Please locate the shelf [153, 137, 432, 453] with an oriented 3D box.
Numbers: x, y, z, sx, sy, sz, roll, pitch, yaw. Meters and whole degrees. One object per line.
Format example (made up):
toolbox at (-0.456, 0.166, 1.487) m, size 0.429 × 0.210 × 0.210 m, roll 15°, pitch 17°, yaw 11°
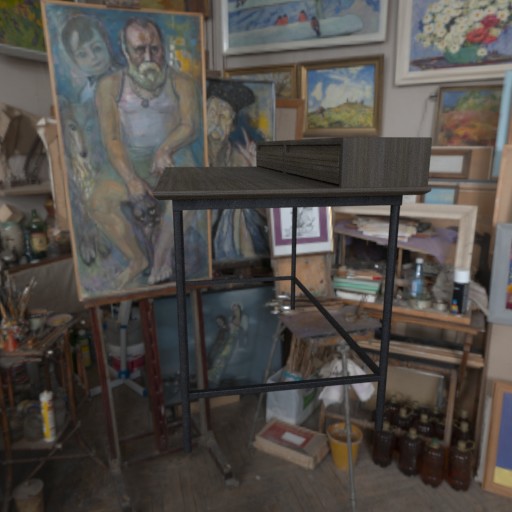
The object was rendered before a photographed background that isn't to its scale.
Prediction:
shelf at (0.000, 0.000, 1.713) m, size 0.685 × 0.865 × 1.212 m, roll -2°, pitch 14°, yaw -10°
